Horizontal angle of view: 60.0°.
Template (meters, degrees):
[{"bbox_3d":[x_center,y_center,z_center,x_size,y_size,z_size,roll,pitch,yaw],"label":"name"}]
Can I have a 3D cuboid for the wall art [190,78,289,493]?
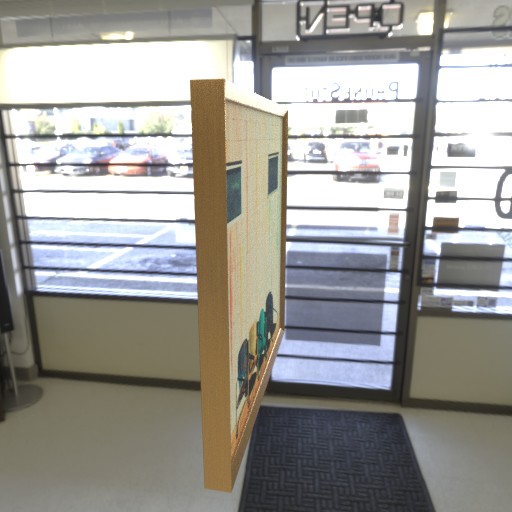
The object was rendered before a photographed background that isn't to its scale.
[{"bbox_3d":[0.000,0.000,0.755,0.037,0.505,0.505,3,15,11],"label":"wall art"}]
